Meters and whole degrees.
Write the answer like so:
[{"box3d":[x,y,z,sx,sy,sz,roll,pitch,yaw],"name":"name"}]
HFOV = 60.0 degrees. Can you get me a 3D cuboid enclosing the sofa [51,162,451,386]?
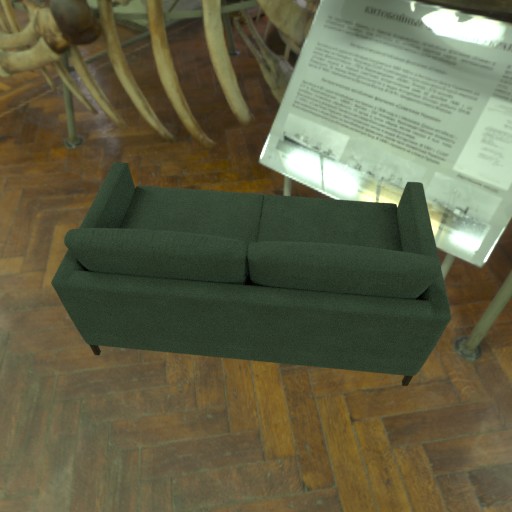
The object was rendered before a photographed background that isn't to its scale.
[{"box3d":[0.000,0.000,2.237,1.676,0.817,0.875,5,49,4],"name":"sofa"}]
